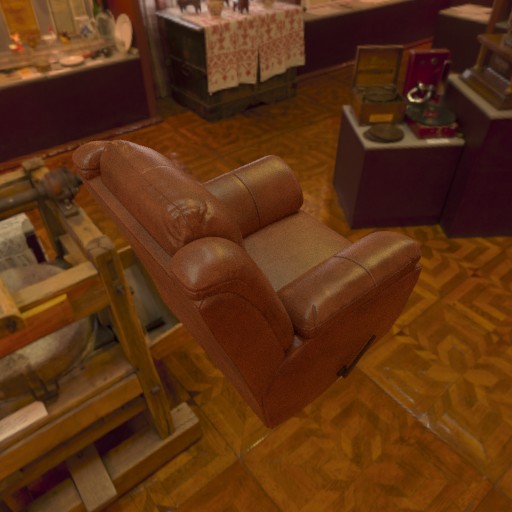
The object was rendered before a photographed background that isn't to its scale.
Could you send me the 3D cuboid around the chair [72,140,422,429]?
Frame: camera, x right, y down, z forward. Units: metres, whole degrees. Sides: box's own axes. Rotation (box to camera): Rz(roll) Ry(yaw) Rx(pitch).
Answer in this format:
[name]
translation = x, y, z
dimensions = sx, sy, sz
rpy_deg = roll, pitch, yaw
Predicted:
[chair]
translation = 0.000, 0.000, 1.863
dimensions = 1.041, 1.093, 0.990
rpy_deg = -26, 47, -27
